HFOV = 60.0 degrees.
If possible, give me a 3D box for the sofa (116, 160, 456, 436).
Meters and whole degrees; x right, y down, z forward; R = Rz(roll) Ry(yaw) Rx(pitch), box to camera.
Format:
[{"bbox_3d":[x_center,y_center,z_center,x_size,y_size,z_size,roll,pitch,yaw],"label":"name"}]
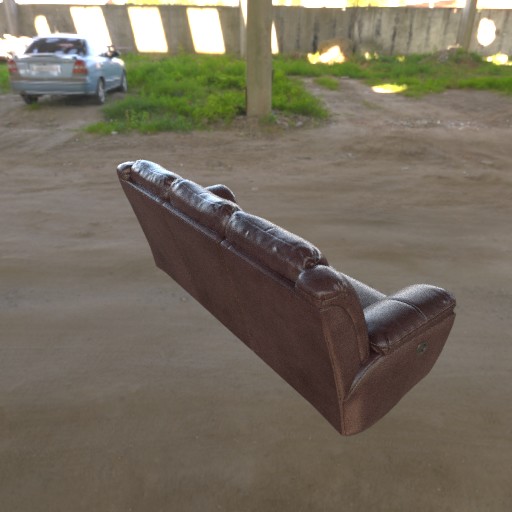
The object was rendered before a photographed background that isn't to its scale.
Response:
[{"bbox_3d":[0.000,0.000,2.904,0.991,1.043,2.337,-18,32,-31],"label":"sofa"}]
